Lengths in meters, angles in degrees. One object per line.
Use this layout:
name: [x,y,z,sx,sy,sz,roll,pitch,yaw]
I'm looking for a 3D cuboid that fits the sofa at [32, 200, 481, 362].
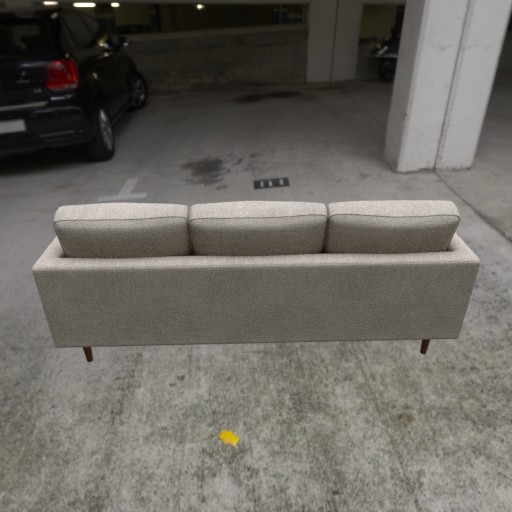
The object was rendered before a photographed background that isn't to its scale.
sofa: [0.000,0.000,2.661,2.246,0.930,0.903,-1,30,-2]
